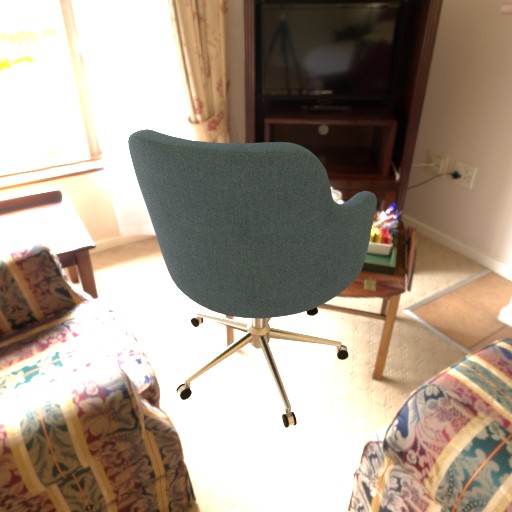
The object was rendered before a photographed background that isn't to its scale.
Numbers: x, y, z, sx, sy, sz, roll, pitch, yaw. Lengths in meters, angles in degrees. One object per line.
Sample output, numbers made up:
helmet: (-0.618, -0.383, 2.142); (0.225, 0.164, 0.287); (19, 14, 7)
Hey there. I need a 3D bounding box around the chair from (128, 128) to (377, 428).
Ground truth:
chair: (0.000, 0.000, 1.246); (0.599, 0.820, 0.655); (10, 33, 16)
